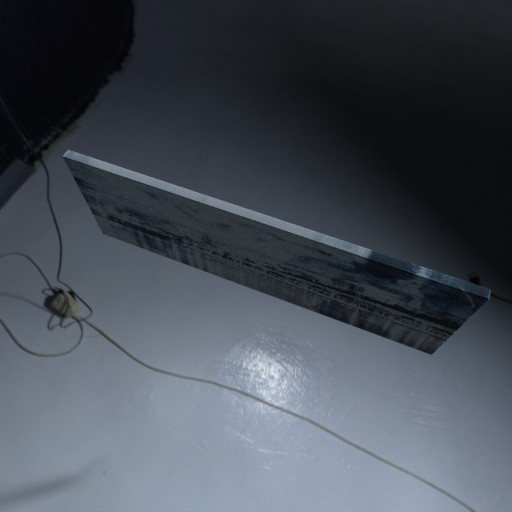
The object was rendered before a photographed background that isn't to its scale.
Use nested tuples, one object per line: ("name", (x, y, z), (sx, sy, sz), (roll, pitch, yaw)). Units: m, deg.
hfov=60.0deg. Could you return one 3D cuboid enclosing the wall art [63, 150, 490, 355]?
("wall art", (0.000, 0.000, 1.703), (1.524, 0.509, 0.037), (19, 61, 11))
